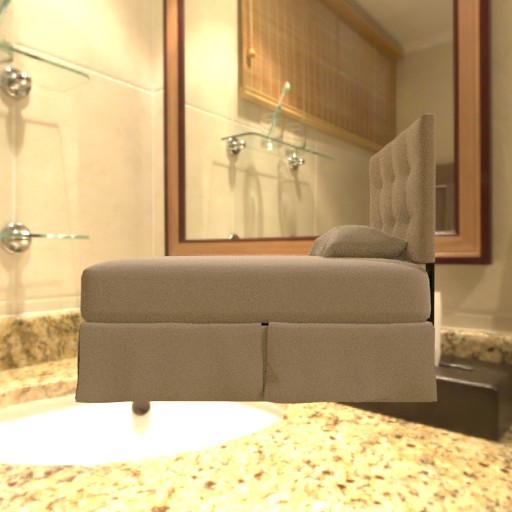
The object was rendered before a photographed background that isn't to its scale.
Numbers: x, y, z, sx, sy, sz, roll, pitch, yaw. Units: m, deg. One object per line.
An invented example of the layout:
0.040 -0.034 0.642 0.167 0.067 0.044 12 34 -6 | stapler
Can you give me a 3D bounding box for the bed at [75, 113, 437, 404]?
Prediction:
0.000 0.000 2.975 1.997 1.571 1.261 0 1 0 | bed
